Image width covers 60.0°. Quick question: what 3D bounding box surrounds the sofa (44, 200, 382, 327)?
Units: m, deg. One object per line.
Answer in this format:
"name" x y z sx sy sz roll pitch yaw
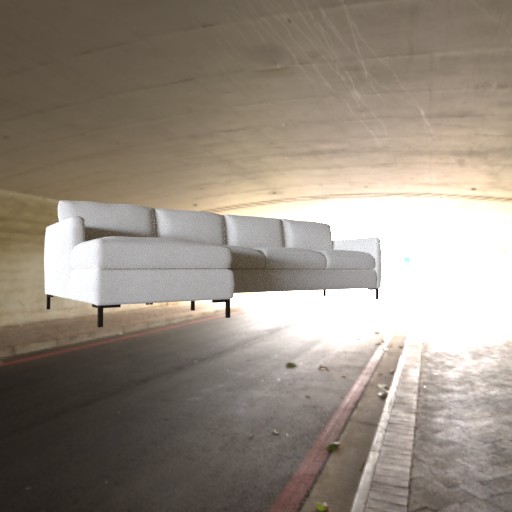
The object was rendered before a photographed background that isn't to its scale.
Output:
"sofa" 0.000 0.000 3.872 3.186 0.875 1.467 1 -2 -36
